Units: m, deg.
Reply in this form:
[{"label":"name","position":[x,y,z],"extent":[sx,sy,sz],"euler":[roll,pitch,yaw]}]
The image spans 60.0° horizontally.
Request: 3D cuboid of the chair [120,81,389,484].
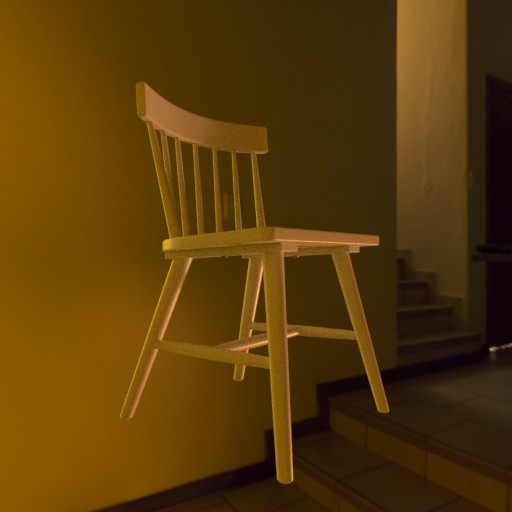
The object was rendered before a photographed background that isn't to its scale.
[{"label":"chair","position":[0.000,0.000,1.090],"extent":[0.500,0.787,0.483],"euler":[0,0,38]}]
